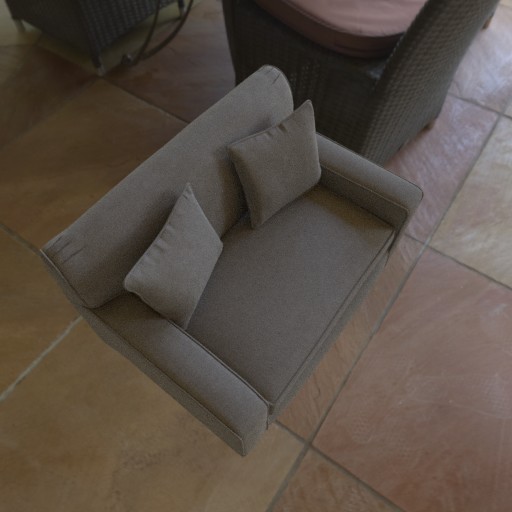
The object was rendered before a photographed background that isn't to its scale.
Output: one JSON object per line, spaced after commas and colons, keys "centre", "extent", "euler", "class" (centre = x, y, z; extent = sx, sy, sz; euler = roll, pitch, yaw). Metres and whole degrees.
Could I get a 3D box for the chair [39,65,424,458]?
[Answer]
{"centre": [0.000, 0.000, 2.061], "extent": [0.992, 0.953, 1.395], "euler": [34, 65, 18], "class": "chair"}
